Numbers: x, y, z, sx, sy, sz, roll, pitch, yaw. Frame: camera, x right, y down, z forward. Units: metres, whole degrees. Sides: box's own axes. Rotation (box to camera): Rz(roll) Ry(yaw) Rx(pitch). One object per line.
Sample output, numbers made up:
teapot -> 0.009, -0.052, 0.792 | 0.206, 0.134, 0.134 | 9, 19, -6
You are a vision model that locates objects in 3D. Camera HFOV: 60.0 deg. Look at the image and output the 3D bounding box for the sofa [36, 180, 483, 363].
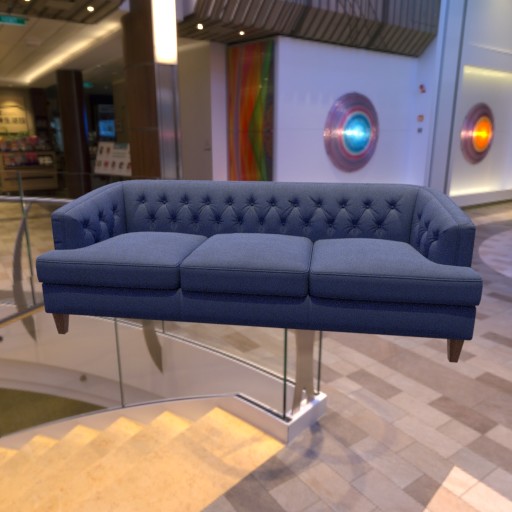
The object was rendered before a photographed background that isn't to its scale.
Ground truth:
sofa -> 0.000, 0.000, 2.603 | 2.235, 0.787, 0.914 | 2, 15, 9
